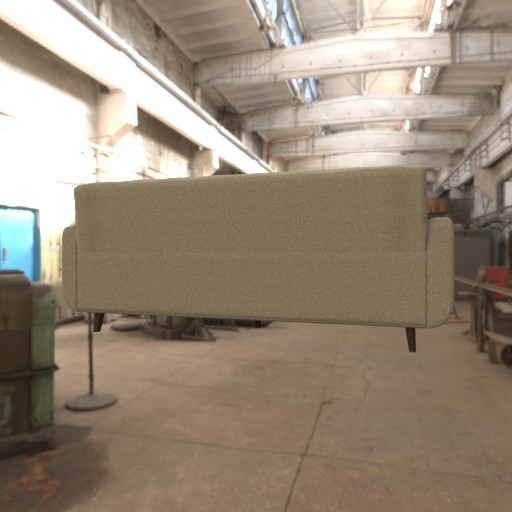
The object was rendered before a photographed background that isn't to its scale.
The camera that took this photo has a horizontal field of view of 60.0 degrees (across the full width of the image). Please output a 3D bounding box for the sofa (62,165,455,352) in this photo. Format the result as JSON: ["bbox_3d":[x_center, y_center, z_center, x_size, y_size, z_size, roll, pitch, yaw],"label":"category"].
[{"bbox_3d":[0.000,0.000,2.713,2.137,0.892,0.980,0,0,17],"label":"sofa"}]
